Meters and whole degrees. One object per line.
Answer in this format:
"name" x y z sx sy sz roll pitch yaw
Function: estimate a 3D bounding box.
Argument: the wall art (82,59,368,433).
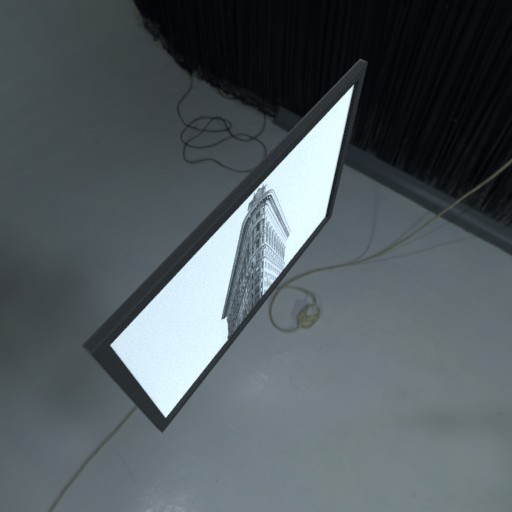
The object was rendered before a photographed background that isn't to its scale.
"wall art" 0.000 0.000 1.219 0.049 0.659 0.964 33 63 19
